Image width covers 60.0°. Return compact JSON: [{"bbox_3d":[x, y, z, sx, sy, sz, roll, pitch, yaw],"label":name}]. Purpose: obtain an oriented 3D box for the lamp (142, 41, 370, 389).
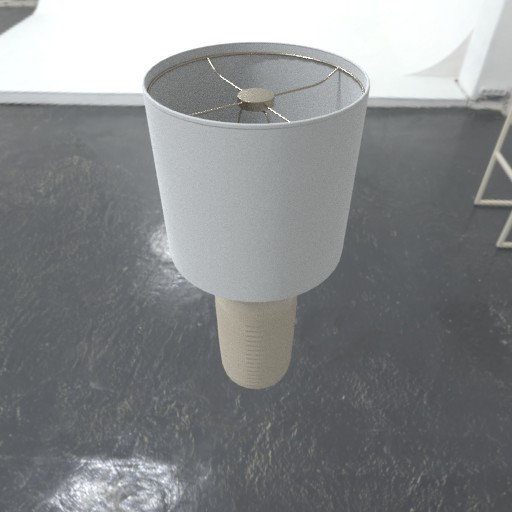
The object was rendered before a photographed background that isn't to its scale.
[{"bbox_3d":[0.000,0.000,0.593,0.220,0.475,0.220,-12,43,-13],"label":"lamp"}]
